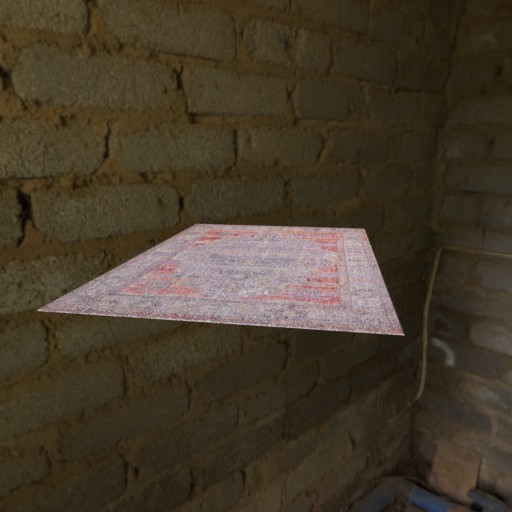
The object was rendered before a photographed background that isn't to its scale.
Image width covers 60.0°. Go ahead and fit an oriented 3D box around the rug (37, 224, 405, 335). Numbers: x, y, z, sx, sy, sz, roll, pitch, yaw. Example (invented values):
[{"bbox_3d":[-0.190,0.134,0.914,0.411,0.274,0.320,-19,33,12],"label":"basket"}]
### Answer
[{"bbox_3d":[0.000,0.000,2.303,1.219,0.005,1.829,2,14,9],"label":"rug"}]
